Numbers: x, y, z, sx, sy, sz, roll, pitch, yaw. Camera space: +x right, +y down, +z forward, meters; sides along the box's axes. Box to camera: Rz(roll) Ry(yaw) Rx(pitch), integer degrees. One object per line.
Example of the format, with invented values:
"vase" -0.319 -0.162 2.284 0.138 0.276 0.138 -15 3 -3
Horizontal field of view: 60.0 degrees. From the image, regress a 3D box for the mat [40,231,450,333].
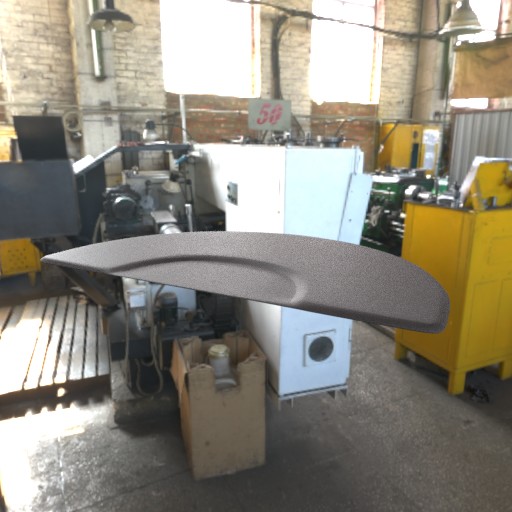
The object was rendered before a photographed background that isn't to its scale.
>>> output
"mat" 0.000 0.000 1.829 1.525 0.022 0.917 7 16 27
